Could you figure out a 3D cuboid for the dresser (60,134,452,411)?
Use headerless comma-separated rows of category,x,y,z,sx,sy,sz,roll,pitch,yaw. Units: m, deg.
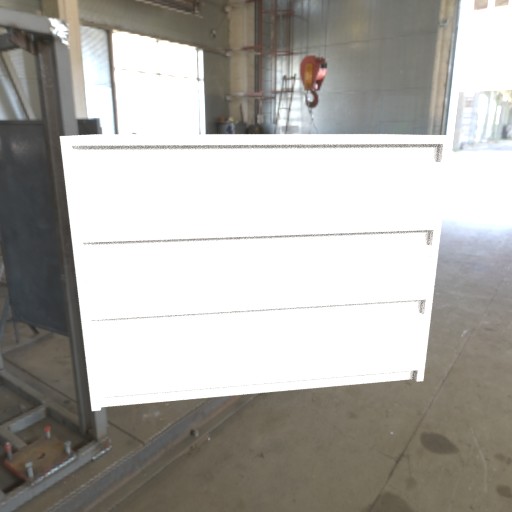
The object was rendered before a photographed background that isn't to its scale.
dresser,0.000,0.000,1.558,1.100,0.820,0.460,-2,16,-9
